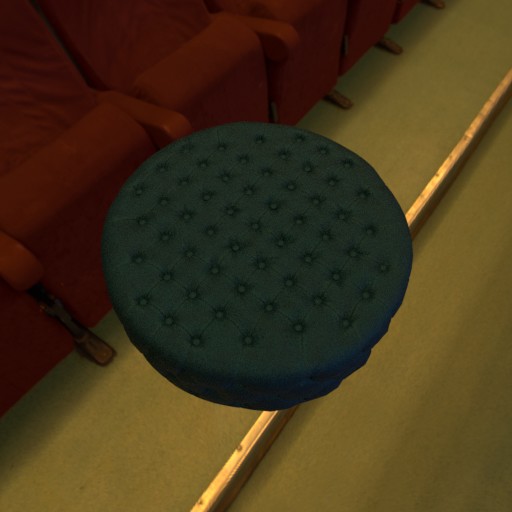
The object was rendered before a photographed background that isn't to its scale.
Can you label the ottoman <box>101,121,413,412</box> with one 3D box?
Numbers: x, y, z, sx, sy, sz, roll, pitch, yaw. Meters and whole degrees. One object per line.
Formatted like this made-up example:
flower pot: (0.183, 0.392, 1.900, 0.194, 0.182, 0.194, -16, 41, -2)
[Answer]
ottoman: (0.000, 0.000, 1.535, 0.998, 0.398, 0.998, 0, 59, 0)
